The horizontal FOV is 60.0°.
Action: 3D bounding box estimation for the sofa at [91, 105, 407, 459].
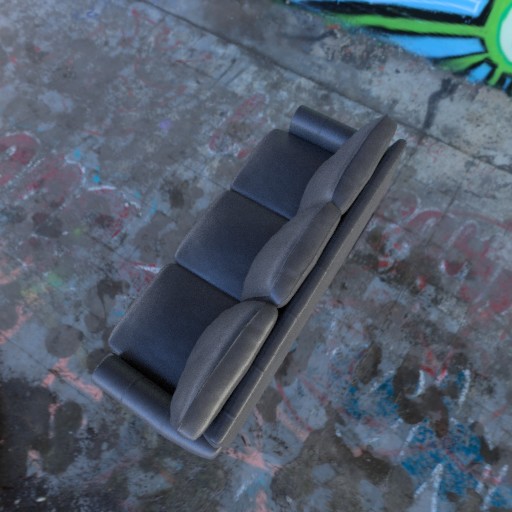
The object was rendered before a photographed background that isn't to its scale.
[{"bbox_3d":[0.000,0.000,2.900,0.974,0.977,2.387,30,69,13],"label":"sofa"}]
